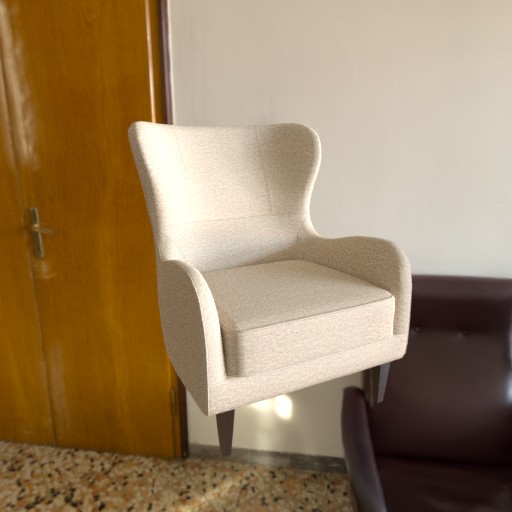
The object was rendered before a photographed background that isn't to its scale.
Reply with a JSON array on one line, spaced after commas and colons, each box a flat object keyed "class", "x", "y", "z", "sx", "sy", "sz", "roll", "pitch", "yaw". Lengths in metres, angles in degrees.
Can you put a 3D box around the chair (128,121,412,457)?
[{"class": "chair", "x": 0.000, "y": 0.000, "z": 1.822, "sx": 0.861, "sy": 1.064, "sz": 0.984, "roll": -8, "pitch": 17, "yaw": -26}]
